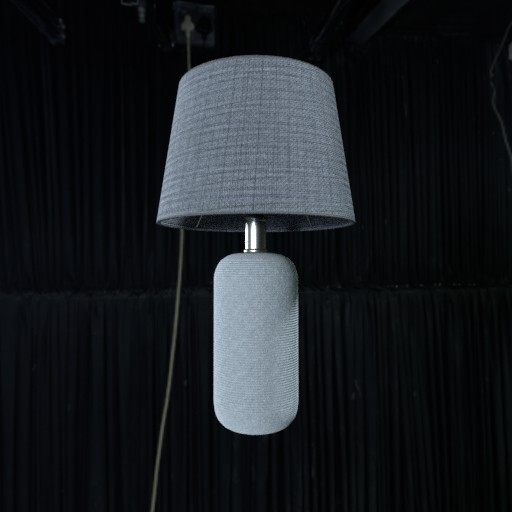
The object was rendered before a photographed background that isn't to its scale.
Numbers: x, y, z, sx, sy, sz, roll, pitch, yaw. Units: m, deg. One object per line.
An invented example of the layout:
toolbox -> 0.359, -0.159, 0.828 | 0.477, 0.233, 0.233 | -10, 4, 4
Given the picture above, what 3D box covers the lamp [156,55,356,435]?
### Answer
lamp -> 0.000, 0.000, 0.572 | 0.251, 0.429, 0.251 | 0, -1, 0
